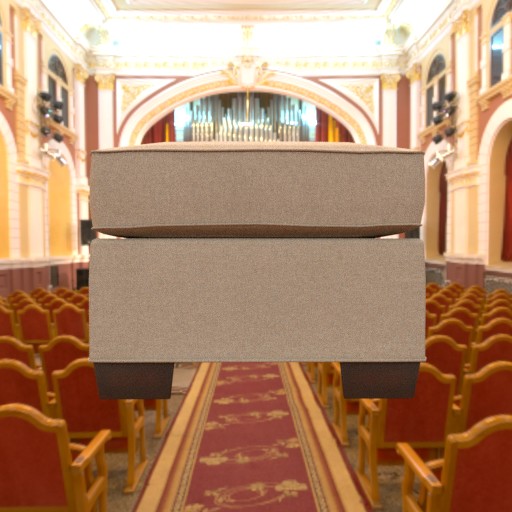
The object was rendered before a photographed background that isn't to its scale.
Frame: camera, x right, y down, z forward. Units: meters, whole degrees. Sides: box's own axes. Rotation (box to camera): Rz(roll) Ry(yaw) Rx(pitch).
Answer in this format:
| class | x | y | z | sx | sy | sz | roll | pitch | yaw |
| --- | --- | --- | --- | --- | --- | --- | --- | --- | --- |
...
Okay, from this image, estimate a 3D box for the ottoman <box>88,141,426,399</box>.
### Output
| class | x | y | z | sx | sy | sz | roll | pitch | yaw |
| --- | --- | --- | --- | --- | --- | --- | --- | --- | --- |
| ottoman | 0.000 | 0.000 | 1.205 | 0.617 | 0.503 | 0.846 | 0 | 1 | 0 |
